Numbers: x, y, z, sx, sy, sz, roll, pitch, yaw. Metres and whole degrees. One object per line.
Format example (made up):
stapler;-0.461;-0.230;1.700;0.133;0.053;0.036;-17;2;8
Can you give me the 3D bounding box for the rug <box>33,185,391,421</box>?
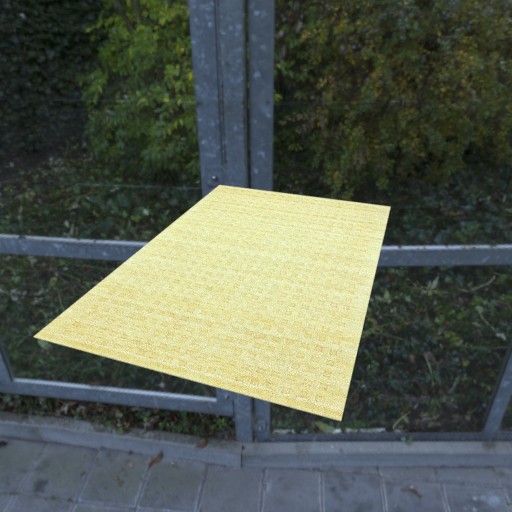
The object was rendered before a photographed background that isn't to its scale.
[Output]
rug;0.000;0.000;2.910;1.524;0.006;2.286;10;31;17
